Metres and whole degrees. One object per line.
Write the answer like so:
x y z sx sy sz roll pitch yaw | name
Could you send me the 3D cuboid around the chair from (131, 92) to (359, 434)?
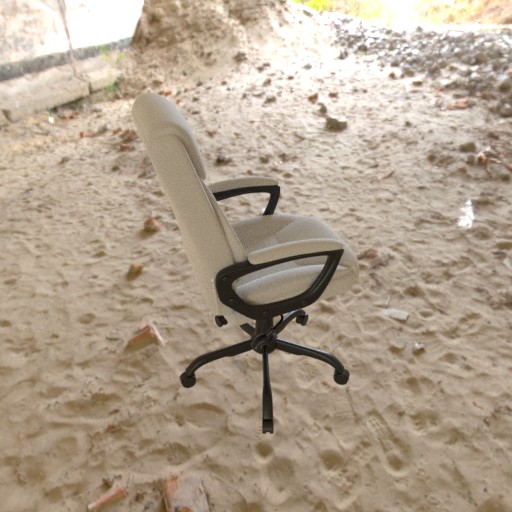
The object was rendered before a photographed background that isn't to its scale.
0.000 0.000 1.529 0.669 1.065 0.663 -11 33 -16 | chair
